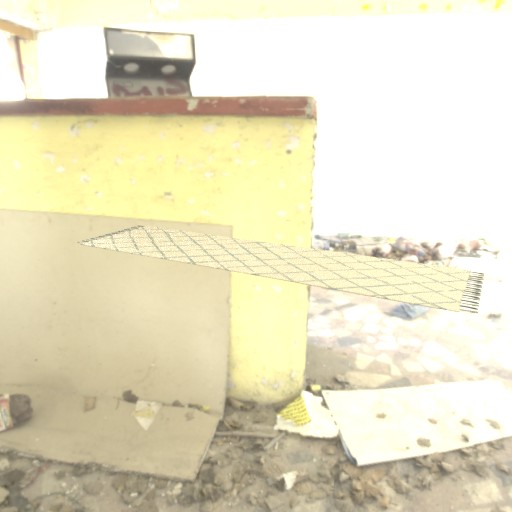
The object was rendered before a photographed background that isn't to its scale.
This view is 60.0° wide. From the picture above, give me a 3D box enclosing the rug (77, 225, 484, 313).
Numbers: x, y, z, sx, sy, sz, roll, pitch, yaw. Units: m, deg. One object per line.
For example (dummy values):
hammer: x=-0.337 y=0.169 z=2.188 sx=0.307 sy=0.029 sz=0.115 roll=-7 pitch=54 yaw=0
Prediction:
rug: x=0.000 y=0.000 z=2.588 sx=2.372 sy=0.008 sz=0.620 roll=9 pitch=19 yaw=27
